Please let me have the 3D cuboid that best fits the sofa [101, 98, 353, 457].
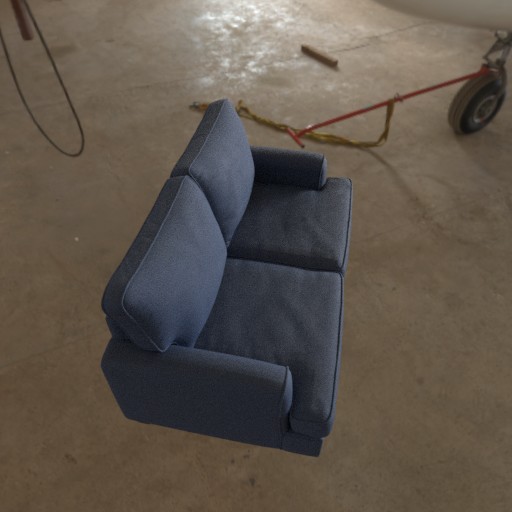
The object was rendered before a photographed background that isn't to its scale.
[{"bbox_3d":[0.000,0.000,2.294,0.965,0.965,1.651,8,47,8],"label":"sofa"}]
